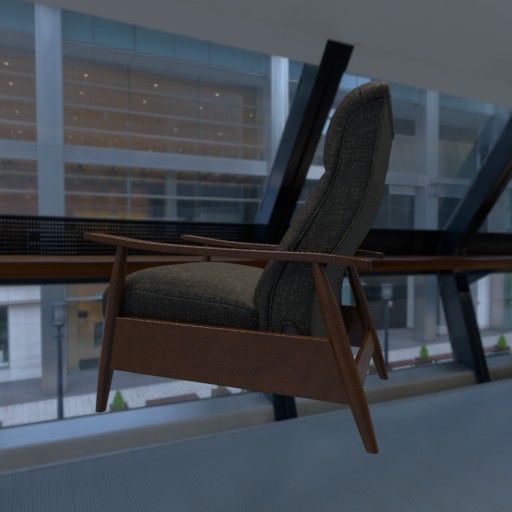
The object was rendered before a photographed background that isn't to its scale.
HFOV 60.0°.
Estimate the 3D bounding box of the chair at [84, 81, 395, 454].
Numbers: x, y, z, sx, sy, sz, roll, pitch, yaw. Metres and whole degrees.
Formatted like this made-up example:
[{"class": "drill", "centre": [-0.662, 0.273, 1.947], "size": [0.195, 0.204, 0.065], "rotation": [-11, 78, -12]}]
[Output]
[{"class": "chair", "centre": [0.000, 0.000, 1.733], "size": [1.014, 1.082, 0.762], "rotation": [1, 2, 19]}]
